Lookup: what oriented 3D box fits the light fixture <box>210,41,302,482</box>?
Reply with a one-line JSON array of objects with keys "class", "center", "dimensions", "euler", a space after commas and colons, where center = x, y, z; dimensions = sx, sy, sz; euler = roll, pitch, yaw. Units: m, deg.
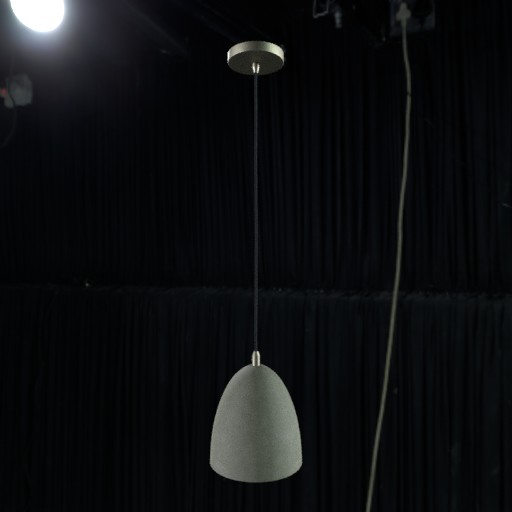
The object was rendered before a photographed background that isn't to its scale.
[{"class": "light fixture", "center": [0.000, 0.000, 0.831], "dimensions": [0.170, 0.759, 0.170], "euler": [0, -1, 17]}]
